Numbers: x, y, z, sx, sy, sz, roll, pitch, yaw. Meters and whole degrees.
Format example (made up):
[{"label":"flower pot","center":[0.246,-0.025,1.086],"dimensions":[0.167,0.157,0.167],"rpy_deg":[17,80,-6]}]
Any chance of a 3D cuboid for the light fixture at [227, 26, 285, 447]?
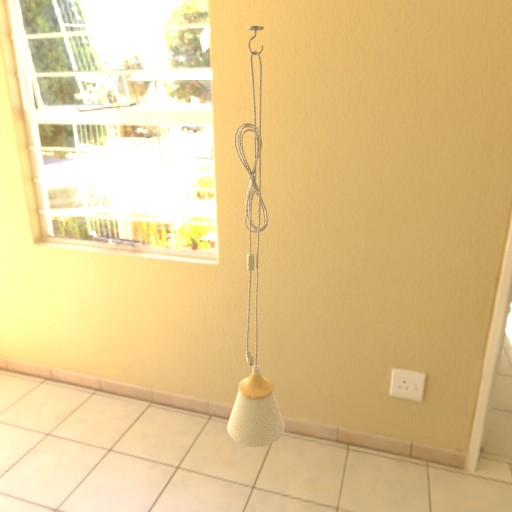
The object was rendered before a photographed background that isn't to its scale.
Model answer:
[{"label":"light fixture","center":[0.000,0.000,1.041],"dimensions":[0.153,0.966,0.153],"rpy_deg":[3,18,8]}]
